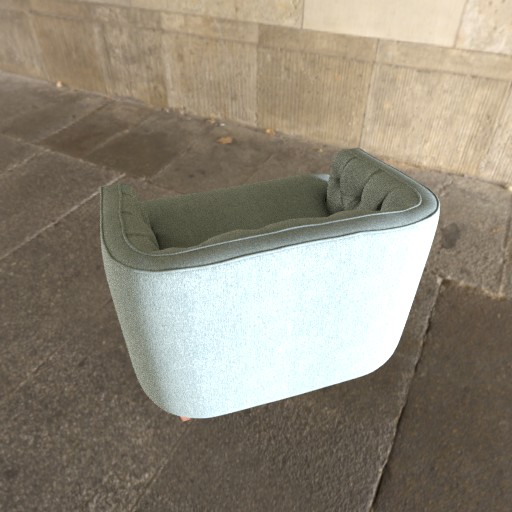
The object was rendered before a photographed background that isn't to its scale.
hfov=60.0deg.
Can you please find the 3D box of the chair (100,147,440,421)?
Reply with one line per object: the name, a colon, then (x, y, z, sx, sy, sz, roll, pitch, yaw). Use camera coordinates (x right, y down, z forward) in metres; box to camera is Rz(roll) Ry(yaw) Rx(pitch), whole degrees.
chair: (0.000, 0.000, 1.766, 1.094, 0.852, 0.945, -11, 42, -13)
